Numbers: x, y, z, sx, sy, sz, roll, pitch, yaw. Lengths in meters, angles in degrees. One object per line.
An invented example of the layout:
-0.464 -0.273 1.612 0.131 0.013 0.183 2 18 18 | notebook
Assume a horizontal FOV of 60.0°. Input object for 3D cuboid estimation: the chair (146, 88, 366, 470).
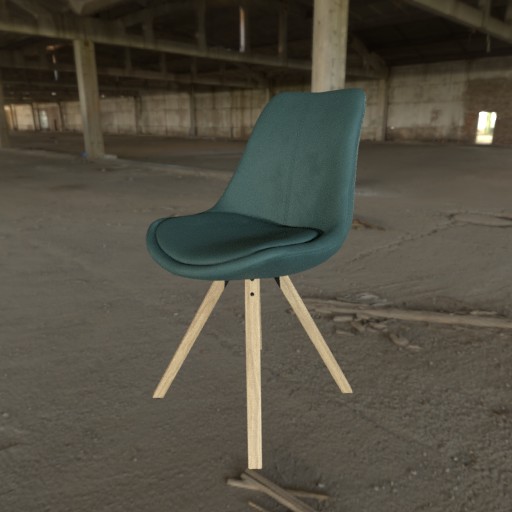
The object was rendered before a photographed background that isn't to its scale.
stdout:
0.000 0.000 1.201 0.483 0.865 0.547 16 23 42 | chair
